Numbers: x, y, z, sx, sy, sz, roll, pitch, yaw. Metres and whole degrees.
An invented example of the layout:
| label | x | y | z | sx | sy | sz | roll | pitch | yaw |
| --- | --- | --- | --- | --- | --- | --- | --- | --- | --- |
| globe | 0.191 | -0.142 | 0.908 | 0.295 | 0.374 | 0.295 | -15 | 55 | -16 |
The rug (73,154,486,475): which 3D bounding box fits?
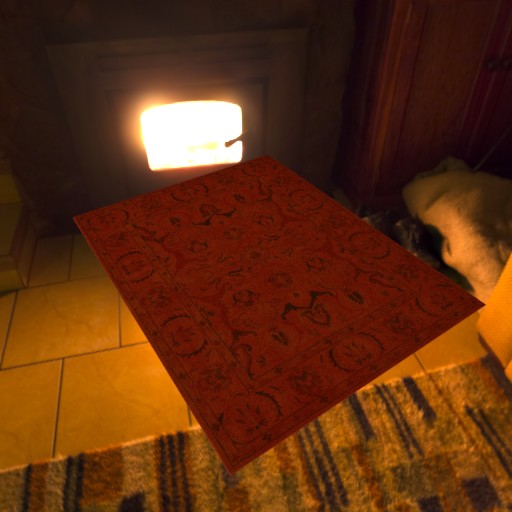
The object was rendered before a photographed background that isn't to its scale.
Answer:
| label | x | y | z | sx | sy | sz | roll | pitch | yaw |
| --- | --- | --- | --- | --- | --- | --- | --- | --- | --- |
| rug | 0.000 | 0.000 | 3.844 | 2.300 | 0.012 | 2.929 | -24 | 46 | -25 |
